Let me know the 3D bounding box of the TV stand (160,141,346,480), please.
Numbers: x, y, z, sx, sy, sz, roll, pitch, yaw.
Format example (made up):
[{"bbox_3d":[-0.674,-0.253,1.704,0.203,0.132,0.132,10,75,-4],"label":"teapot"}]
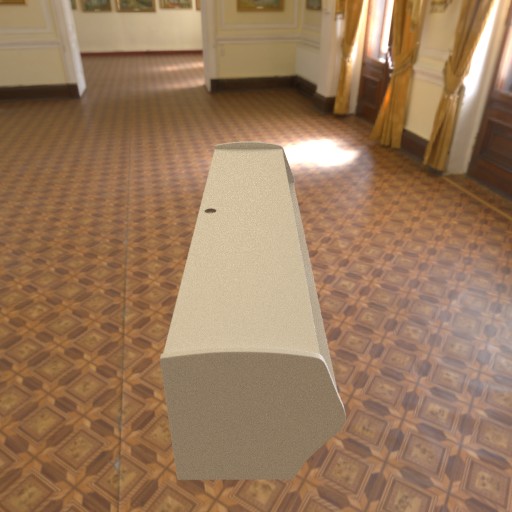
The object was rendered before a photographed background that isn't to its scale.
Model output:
[{"bbox_3d":[0.000,0.000,1.629,0.397,0.424,1.473,0,31,0],"label":"TV stand"}]
